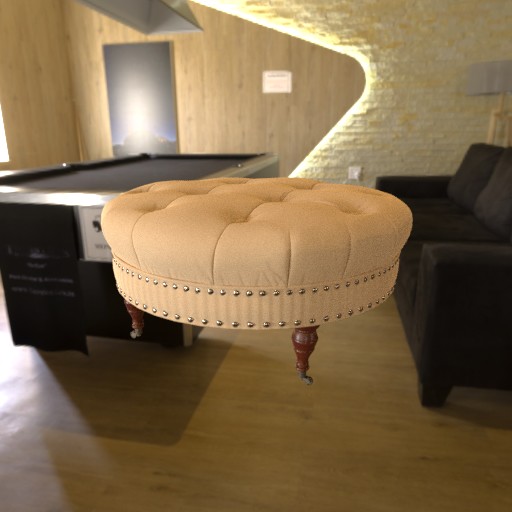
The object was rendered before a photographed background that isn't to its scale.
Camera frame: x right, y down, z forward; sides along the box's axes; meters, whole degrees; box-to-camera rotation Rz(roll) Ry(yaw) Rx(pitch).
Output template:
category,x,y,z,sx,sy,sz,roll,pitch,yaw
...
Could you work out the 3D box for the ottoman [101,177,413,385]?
category,x,y,z,sx,sy,sz,roll,pitch,yaw
ottoman,0.000,0.000,1.388,0.901,0.439,0.901,0,17,0
